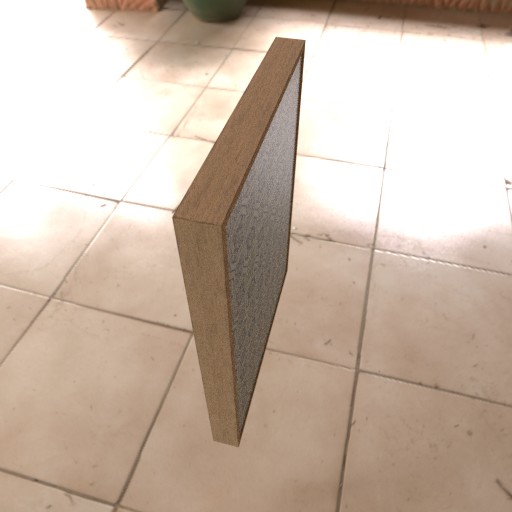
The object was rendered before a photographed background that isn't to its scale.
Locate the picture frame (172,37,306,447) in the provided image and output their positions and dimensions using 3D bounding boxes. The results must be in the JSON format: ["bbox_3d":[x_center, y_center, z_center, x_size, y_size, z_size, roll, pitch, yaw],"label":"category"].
[{"bbox_3d":[0.000,0.000,0.721,0.046,0.526,0.421,11,48,10],"label":"picture frame"}]
